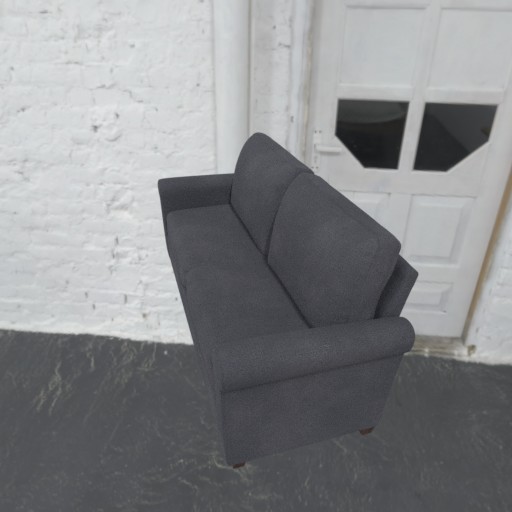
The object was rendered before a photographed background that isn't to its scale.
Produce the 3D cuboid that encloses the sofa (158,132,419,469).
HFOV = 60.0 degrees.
[{"bbox_3d":[0.000,0.000,2.443,0.842,0.942,1.935,-9,31,-15],"label":"sofa"}]
